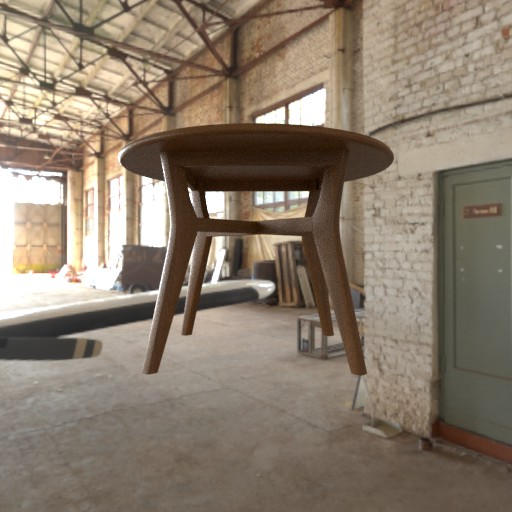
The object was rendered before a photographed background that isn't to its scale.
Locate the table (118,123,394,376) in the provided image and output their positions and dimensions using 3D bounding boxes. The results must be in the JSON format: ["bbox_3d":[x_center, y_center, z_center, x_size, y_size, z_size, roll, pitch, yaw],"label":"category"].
[{"bbox_3d":[0.000,0.000,1.775,1.055,0.757,1.055,0,0,0],"label":"table"}]
